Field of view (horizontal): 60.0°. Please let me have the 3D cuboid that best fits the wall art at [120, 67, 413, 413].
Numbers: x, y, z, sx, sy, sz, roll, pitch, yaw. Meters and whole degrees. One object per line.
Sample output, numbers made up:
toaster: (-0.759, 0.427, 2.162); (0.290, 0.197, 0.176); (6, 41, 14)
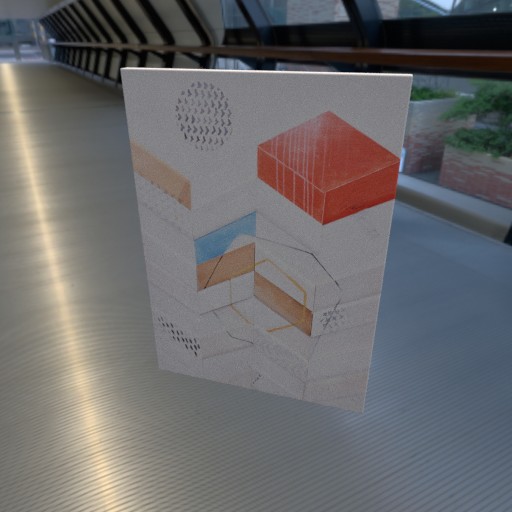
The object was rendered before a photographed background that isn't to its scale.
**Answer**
wall art: (0.000, 0.000, 1.098); (0.613, 0.848, 0.036); (8, 28, 15)
